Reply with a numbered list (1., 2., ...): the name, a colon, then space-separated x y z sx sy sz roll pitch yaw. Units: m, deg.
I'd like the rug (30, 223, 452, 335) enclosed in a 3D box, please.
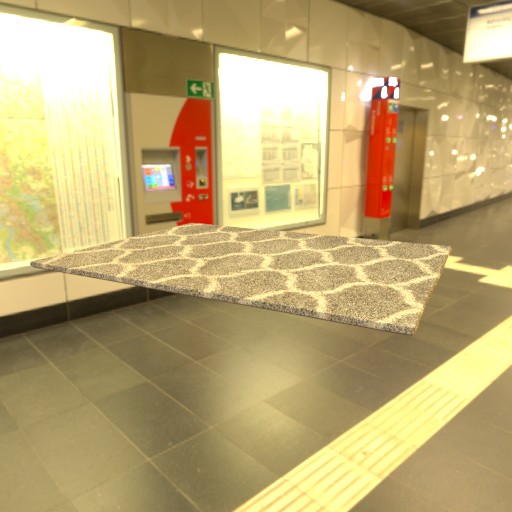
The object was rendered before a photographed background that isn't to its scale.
1. rug: 0.000 0.000 2.074 1.600 0.025 1.200 7 15 27
